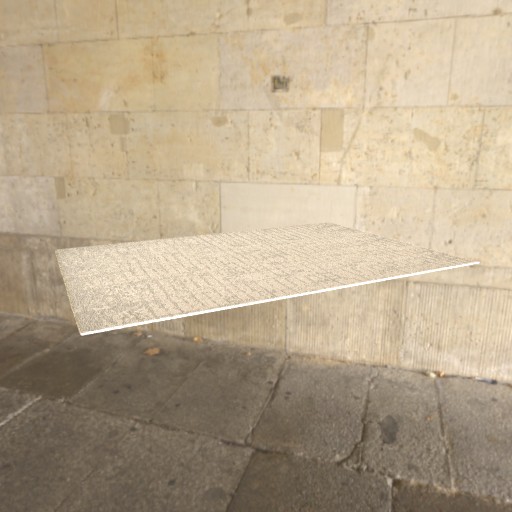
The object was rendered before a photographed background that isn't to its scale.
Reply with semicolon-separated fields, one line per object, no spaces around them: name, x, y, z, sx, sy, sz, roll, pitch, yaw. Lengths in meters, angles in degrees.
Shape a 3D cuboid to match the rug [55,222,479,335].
rug;0.000;0.000;2.277;1.827;0.007;1.211;-7;16;-26
